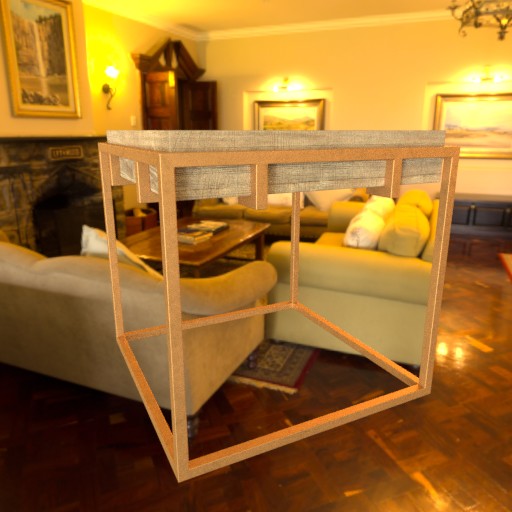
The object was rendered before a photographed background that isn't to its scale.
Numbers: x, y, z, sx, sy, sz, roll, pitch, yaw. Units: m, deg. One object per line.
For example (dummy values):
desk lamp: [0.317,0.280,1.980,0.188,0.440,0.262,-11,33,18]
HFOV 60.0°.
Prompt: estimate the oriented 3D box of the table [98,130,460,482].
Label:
table: [0.000,0.000,1.070,0.599,0.584,0.599,-8,18,-26]
